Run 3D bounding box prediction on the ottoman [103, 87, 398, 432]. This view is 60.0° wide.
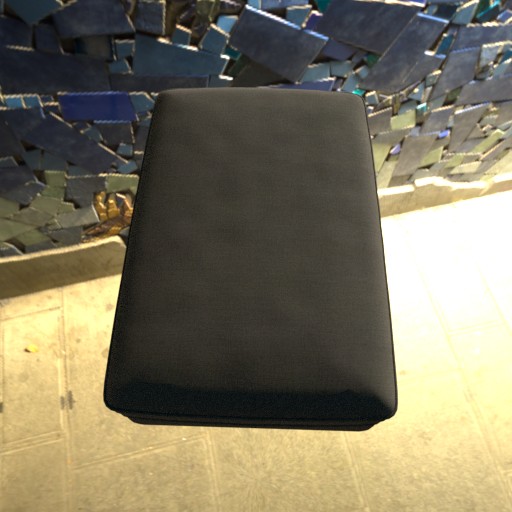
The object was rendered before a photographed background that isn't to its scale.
[{"bbox_3d":[0.000,0.000,1.283,0.636,0.480,0.941,2,63,1],"label":"ottoman"}]
